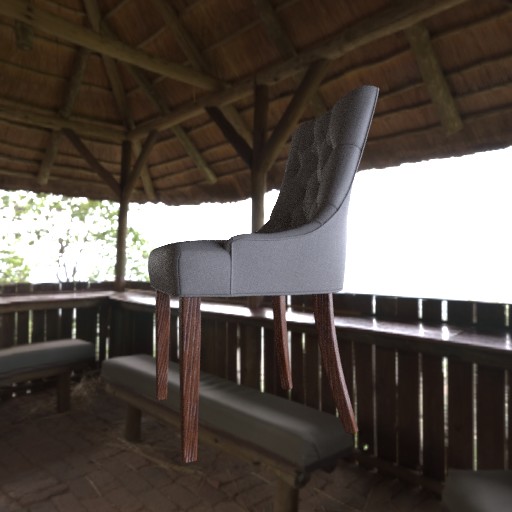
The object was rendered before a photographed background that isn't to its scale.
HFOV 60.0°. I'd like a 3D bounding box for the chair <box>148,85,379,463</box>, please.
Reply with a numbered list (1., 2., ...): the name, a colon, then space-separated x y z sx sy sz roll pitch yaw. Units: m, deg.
1. chair: 0.000 0.000 1.232 0.565 0.874 0.509 0 -1 -19
